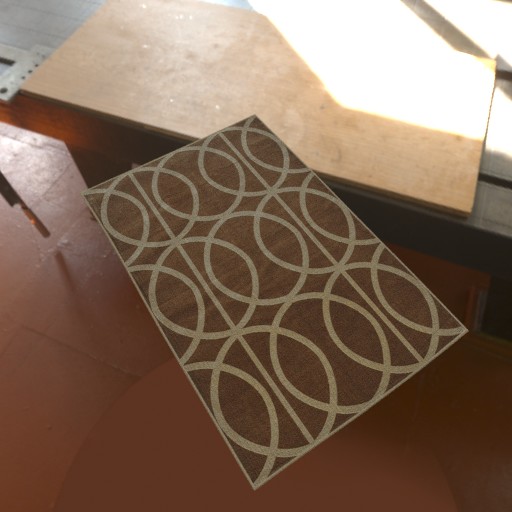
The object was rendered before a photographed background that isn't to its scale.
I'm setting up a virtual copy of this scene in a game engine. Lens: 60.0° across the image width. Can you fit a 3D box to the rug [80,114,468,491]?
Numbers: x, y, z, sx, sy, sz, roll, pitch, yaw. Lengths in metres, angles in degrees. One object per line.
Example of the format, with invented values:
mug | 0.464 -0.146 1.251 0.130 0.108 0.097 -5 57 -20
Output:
rug | 0.000 0.000 2.901 1.526 0.014 2.290 -29 62 -17
